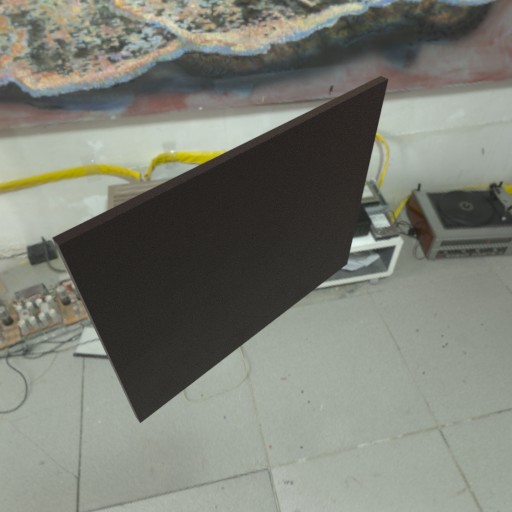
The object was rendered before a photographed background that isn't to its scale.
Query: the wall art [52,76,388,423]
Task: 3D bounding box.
[{"bbox_3d":[0.000,0.000,1.610,1.207,0.952,0.034,-33,55,-27],"label":"wall art"}]
